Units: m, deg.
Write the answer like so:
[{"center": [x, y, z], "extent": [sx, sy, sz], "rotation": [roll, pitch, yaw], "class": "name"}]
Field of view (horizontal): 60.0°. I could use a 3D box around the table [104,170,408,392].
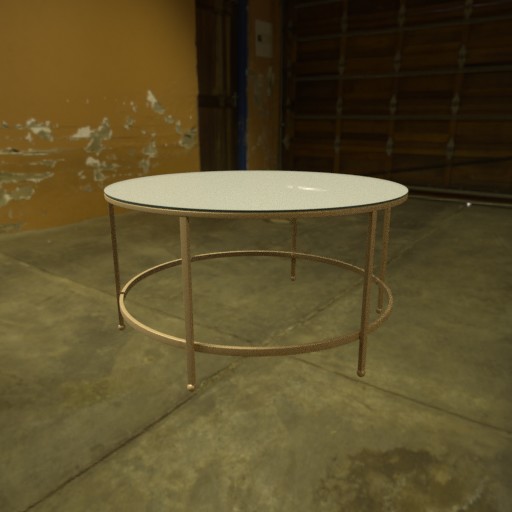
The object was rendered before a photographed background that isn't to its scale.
[{"center": [0.000, 0.000, 1.459], "extent": [0.914, 0.470, 0.914], "rotation": [0, 16, 0], "class": "table"}]
